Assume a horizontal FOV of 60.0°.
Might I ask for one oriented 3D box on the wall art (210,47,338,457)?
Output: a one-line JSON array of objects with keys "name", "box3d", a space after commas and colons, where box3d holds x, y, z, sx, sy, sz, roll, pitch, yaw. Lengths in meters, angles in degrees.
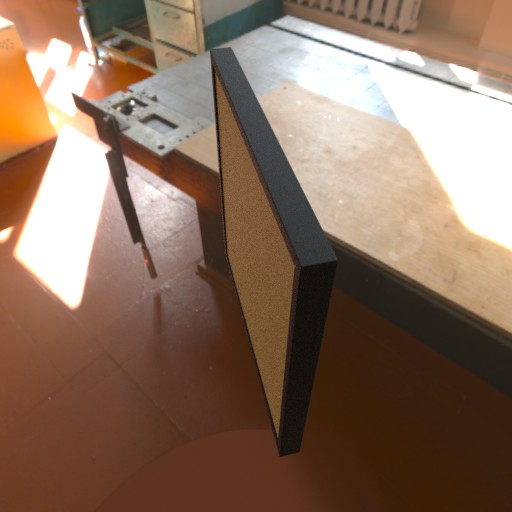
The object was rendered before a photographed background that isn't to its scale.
[{"name": "wall art", "box3d": [0.000, 0.000, 0.770, 0.037, 0.508, 0.508, -10, 48, -9]}]
